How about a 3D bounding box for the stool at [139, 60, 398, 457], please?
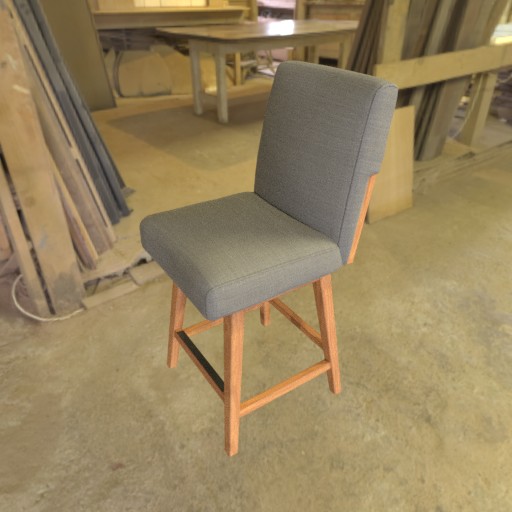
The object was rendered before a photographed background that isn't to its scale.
[{"bbox_3d":[0.000,0.000,1.340,0.570,1.019,0.459,-19,37,-28],"label":"stool"}]
